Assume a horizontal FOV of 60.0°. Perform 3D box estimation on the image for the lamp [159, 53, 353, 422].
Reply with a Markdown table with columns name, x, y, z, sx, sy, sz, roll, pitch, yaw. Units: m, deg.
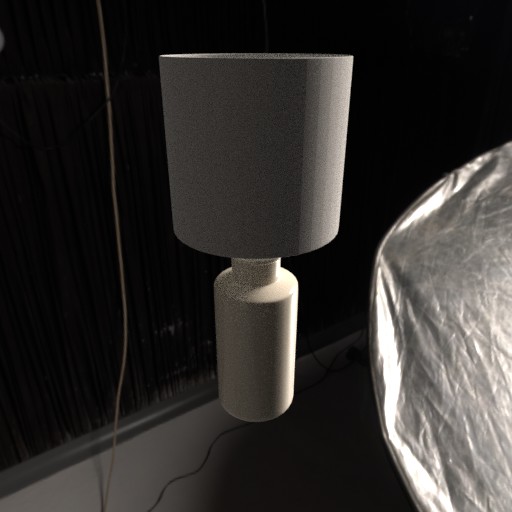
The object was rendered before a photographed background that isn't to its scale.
| name | x | y | z | sx | sy | sz | roll | pitch | yaw |
| --- | --- | --- | --- | --- | --- | --- | --- | --- | --- |
| lamp | 0.000 | 0.000 | 0.598 | 0.212 | 0.493 | 0.212 | -17 | 30 | -32 |
